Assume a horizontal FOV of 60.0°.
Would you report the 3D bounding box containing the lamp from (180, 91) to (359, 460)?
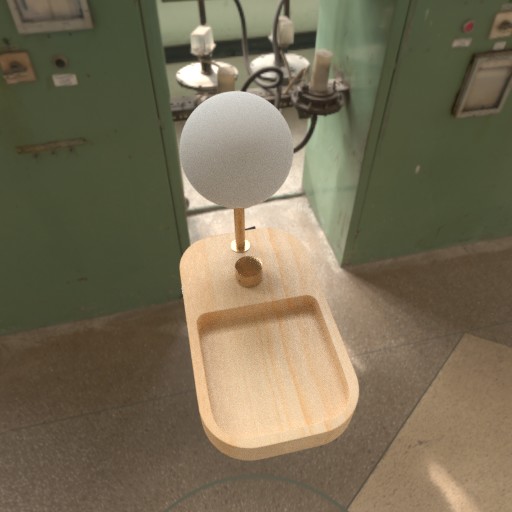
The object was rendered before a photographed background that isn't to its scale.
[{"bbox_3d":[0.000,0.000,0.474,0.173,0.253,0.331,-9,49,-8],"label":"lamp"}]
